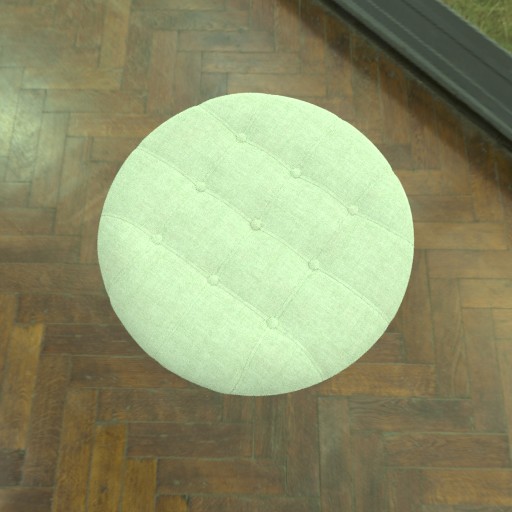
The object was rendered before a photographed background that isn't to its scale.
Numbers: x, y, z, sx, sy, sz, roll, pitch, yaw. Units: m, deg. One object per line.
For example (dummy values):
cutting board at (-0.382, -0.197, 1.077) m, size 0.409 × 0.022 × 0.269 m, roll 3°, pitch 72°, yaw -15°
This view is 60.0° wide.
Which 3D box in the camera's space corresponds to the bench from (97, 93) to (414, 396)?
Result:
bench at (0.000, 0.000, 1.008) m, size 0.600 × 0.453 × 0.600 m, roll 0°, pitch 74°, yaw 0°
